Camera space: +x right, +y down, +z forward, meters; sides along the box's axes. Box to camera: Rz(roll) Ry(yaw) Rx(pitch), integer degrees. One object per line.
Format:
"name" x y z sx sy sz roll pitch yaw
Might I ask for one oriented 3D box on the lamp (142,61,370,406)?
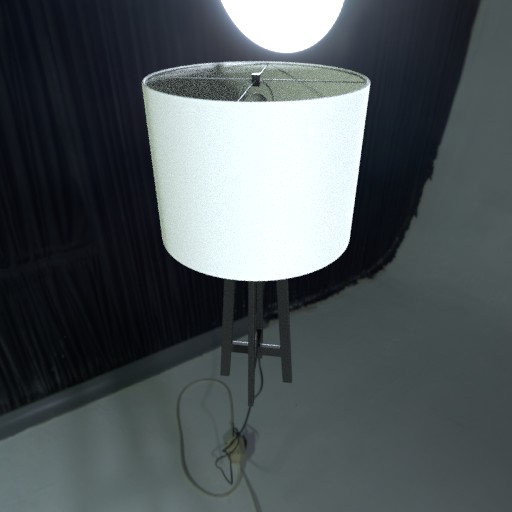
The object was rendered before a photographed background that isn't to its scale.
"lamp" 0.000 0.000 0.636 0.257 0.489 0.257 -21 37 -31
